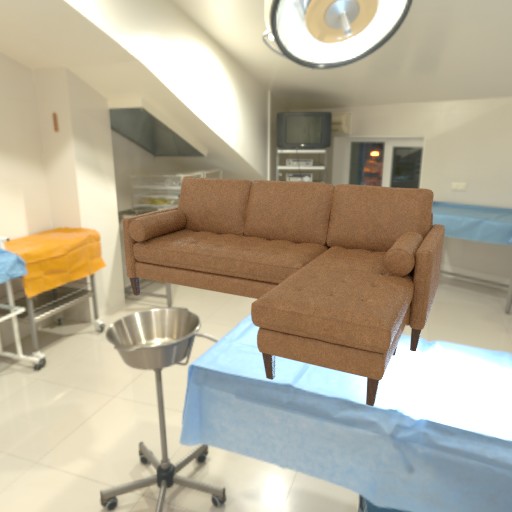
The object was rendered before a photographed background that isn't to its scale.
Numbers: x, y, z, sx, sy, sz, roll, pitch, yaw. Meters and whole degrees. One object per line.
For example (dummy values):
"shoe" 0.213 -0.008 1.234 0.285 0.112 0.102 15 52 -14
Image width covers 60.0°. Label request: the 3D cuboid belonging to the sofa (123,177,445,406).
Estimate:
"sofa" 0.000 0.000 2.927 2.178 0.876 1.506 8 17 26
